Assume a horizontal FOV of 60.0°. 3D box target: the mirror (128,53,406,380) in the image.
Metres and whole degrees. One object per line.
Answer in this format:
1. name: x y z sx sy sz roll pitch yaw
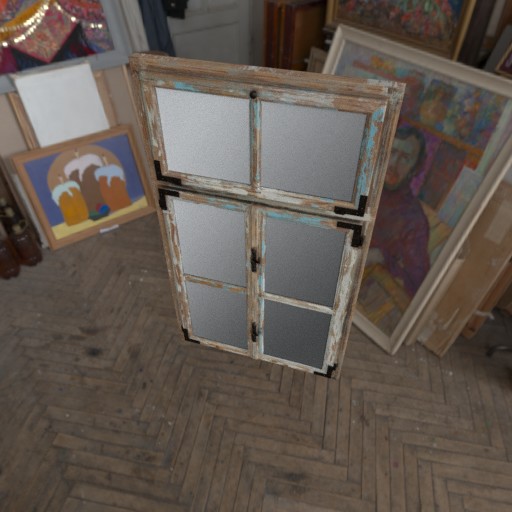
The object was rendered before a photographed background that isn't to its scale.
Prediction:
1. mirror: 0.000 0.000 1.492 0.707 1.213 0.083 12 44 13
